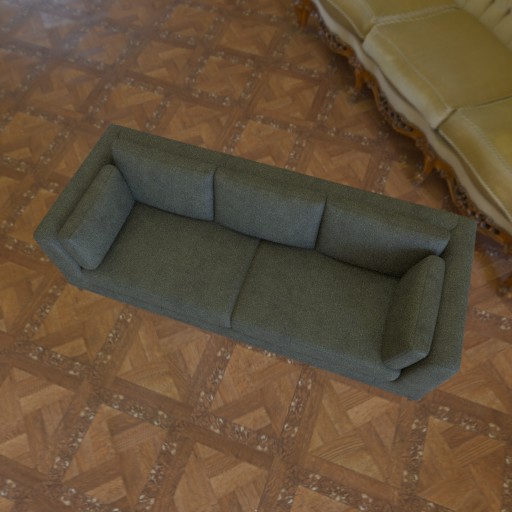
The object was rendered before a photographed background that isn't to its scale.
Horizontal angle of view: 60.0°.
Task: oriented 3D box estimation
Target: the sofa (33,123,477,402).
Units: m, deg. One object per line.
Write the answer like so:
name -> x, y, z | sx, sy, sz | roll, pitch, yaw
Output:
sofa -> 0.000, 0.000, 2.831 | 2.415, 0.867, 0.969 | 17, 62, 9
